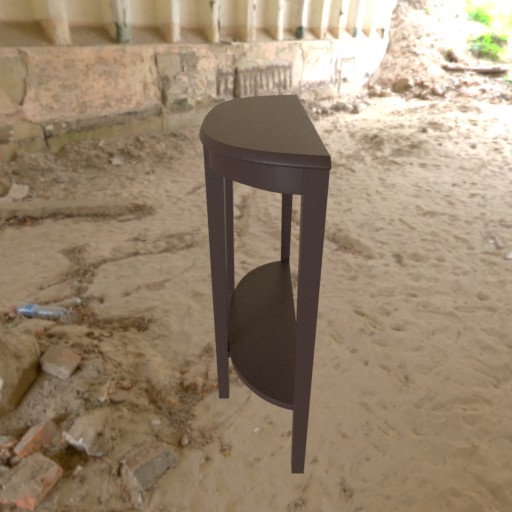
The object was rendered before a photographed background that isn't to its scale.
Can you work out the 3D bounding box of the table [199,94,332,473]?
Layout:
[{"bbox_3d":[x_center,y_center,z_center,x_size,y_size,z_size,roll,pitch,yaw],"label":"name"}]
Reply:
[{"bbox_3d":[0.000,0.000,1.352,0.274,0.831,0.909,0,27,1],"label":"table"}]
